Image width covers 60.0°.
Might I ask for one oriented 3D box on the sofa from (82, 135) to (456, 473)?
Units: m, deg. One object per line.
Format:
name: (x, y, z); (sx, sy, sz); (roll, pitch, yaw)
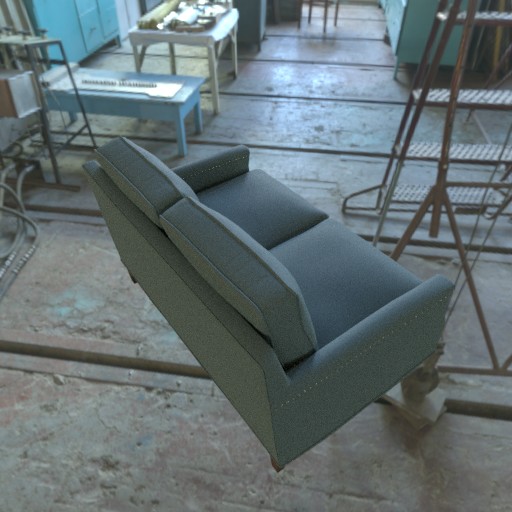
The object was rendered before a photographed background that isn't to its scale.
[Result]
sofa: (0.000, 0.000, 2.213); (1.084, 1.003, 1.597); (-26, 47, -27)
